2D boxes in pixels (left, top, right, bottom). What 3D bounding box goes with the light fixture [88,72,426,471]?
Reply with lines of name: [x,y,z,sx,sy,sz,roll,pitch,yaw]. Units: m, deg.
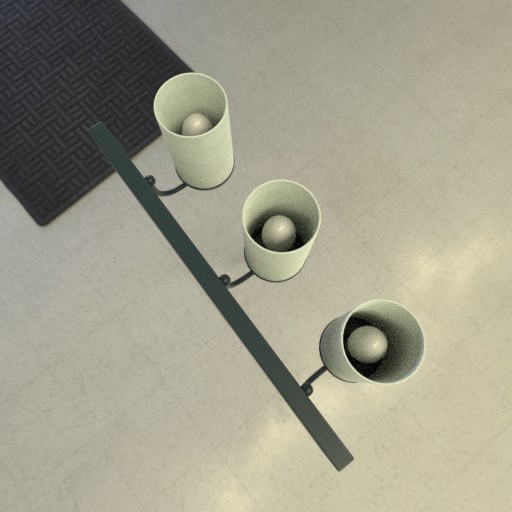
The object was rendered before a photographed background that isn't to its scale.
light fixture: [0.000,0.000,0.521,0.145,0.172,0.451,-36,78,-9]
